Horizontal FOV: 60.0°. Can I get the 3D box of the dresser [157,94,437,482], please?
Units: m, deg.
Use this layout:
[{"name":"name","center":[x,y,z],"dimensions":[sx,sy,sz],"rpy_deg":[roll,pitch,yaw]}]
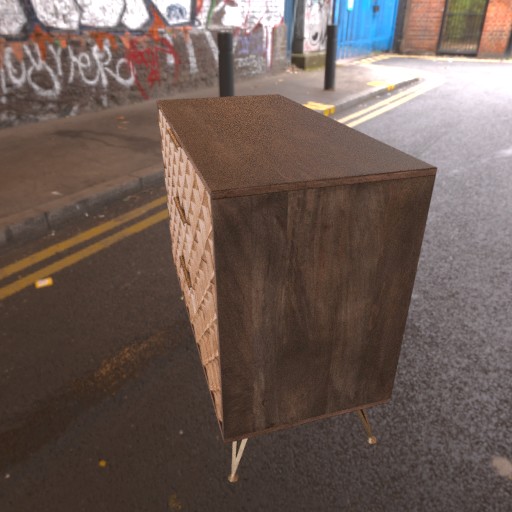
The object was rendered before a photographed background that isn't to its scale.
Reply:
[{"name":"dresser","center":[0.000,0.000,1.378],"dimensions":[0.453,0.801,0.923],"rpy_deg":[-8,30,-15]}]
